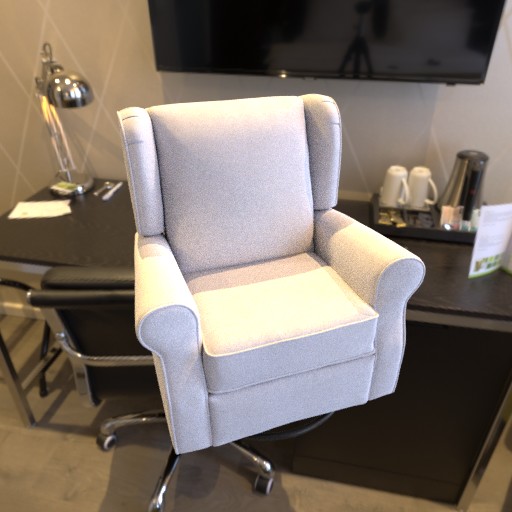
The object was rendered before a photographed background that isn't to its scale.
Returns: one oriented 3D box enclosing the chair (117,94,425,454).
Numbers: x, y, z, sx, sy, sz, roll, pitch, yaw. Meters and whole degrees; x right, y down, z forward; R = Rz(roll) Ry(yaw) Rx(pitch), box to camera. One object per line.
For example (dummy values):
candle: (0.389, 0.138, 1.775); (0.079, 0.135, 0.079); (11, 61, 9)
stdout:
chair: (0.000, 0.000, 1.609); (0.906, 0.967, 0.854); (-10, 33, -16)
